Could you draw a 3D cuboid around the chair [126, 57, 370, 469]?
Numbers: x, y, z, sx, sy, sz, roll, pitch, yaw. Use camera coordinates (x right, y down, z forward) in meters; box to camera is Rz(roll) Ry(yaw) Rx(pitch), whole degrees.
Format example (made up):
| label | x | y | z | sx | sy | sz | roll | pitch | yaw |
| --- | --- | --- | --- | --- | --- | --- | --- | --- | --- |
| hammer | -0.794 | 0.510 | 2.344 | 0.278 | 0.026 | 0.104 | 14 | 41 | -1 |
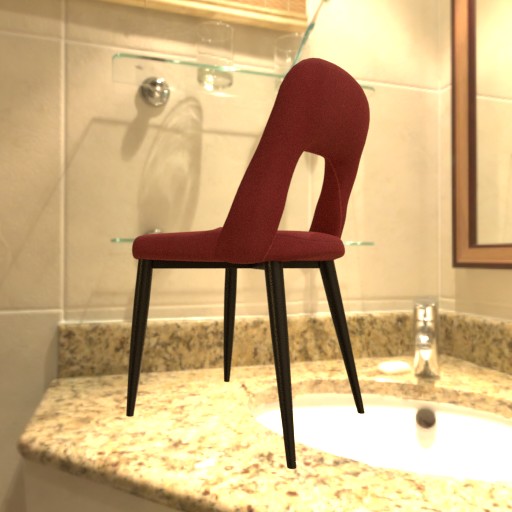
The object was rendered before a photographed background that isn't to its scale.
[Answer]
| label | x | y | z | sx | sy | sz | roll | pitch | yaw |
| --- | --- | --- | --- | --- | --- | --- | --- | --- | --- |
| chair | 0.000 | 0.000 | 1.222 | 0.569 | 0.892 | 0.483 | 0 | 0 | 36 |
